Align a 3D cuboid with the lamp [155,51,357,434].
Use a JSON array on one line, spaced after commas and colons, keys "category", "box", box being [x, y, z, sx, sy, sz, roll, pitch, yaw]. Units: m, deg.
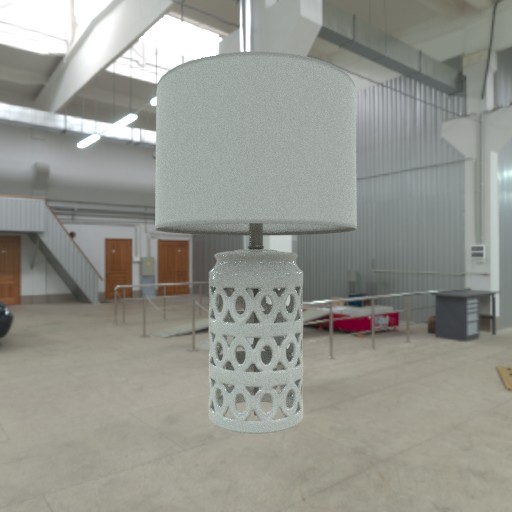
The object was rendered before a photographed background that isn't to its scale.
[{"category": "lamp", "box": [0.000, 0.000, 0.697, 0.310, 0.502, 0.310, 0, 0, 0]}]
